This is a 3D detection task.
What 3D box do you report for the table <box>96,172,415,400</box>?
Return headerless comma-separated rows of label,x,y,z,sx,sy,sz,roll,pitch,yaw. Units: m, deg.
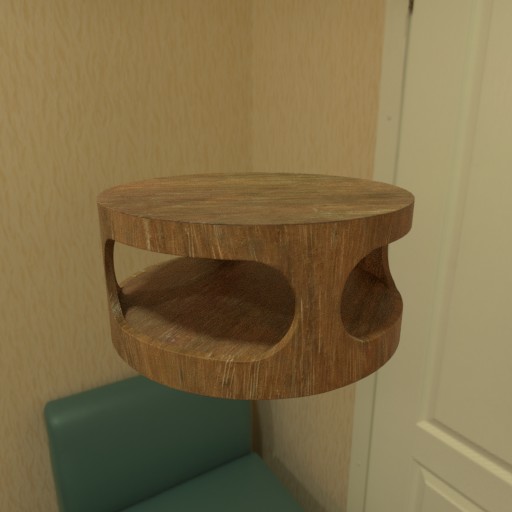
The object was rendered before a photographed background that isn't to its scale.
table,0.000,0.000,1.503,0.974,0.450,0.974,0,17,0
